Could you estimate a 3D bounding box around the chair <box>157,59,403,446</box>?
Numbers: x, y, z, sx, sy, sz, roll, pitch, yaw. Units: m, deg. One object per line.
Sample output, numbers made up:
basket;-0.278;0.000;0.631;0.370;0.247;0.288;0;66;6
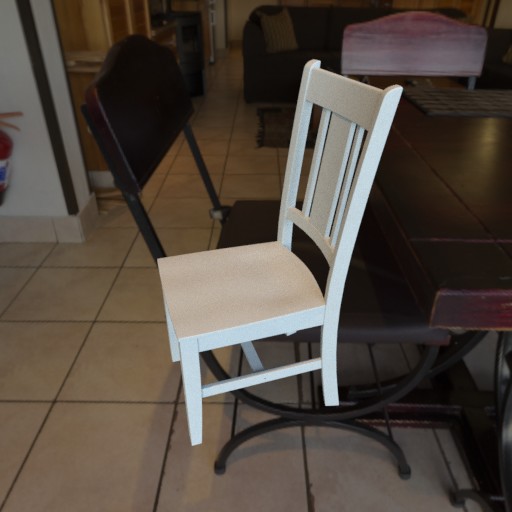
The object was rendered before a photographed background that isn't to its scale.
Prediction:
chair;0.000;0.000;1.310;0.555;0.998;0.450;-10;32;-15
